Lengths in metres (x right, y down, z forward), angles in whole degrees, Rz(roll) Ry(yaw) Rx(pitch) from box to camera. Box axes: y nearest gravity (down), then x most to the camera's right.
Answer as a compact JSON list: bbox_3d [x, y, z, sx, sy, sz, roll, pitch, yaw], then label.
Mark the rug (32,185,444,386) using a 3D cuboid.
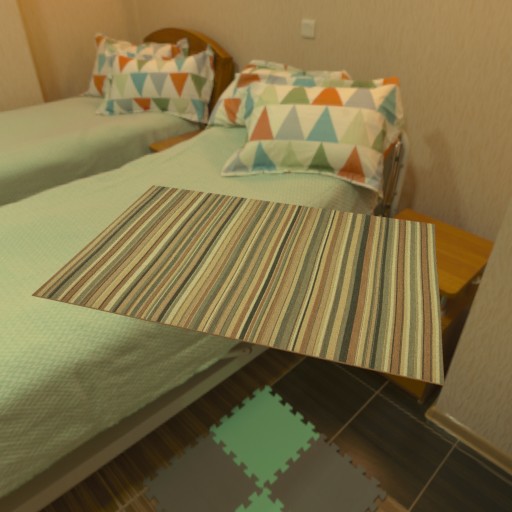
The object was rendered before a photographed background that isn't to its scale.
[{"bbox_3d":[0.000,0.000,2.338,1.829,0.008,1.219,10,36,14],"label":"rug"}]
